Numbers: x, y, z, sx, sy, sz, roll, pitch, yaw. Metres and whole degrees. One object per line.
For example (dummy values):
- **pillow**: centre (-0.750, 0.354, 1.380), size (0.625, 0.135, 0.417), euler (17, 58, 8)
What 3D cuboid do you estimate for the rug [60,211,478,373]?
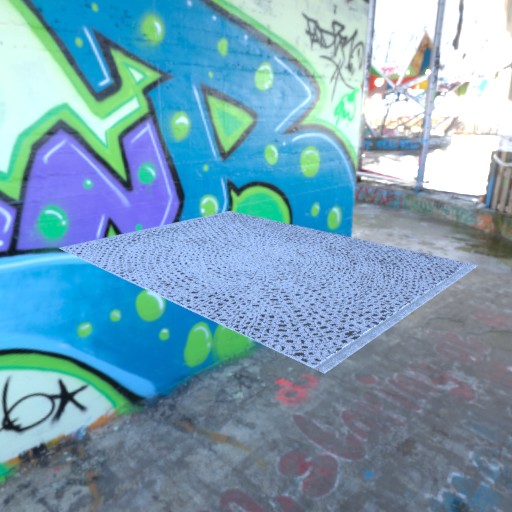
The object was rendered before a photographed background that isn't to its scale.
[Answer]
- **rug**: centre (0.000, 0.000, 2.124), size (1.634, 0.003, 1.190), euler (17, 25, 41)
